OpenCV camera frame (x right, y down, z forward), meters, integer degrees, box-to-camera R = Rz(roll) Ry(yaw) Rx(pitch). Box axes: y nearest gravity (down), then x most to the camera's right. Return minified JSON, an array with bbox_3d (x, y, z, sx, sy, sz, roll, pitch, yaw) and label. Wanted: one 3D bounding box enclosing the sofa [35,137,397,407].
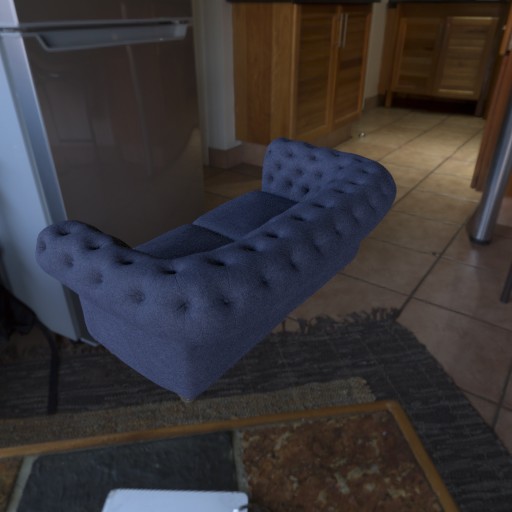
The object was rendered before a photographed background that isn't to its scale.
[{"bbox_3d":[0.000,0.000,2.535,1.082,0.833,1.988,21,37,32],"label":"sofa"}]
